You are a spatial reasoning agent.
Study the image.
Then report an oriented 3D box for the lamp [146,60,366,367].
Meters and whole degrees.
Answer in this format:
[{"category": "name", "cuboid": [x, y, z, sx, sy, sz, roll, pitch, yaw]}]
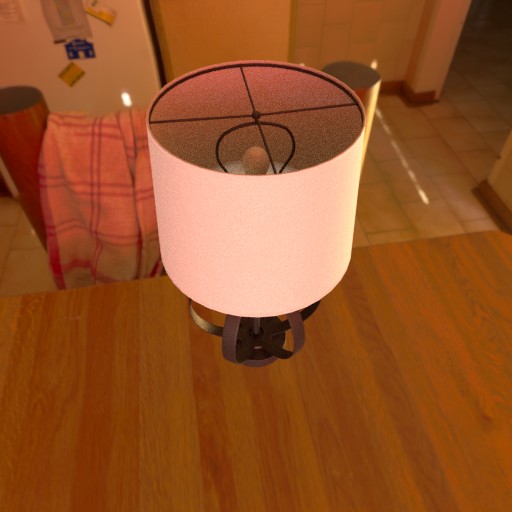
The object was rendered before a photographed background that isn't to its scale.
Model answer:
[{"category": "lamp", "cuboid": [0.000, 0.000, 0.703, 0.286, 0.510, 0.286, 0, 48, 0]}]
